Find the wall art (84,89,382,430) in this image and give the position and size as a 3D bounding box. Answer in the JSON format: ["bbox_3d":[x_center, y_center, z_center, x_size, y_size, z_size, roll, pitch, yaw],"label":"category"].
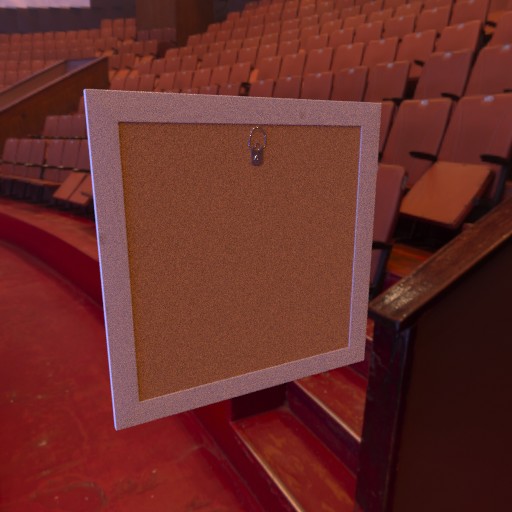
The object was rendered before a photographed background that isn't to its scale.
[{"bbox_3d":[0.000,0.000,0.855,0.572,0.577,0.015,-8,16,-26],"label":"wall art"}]
